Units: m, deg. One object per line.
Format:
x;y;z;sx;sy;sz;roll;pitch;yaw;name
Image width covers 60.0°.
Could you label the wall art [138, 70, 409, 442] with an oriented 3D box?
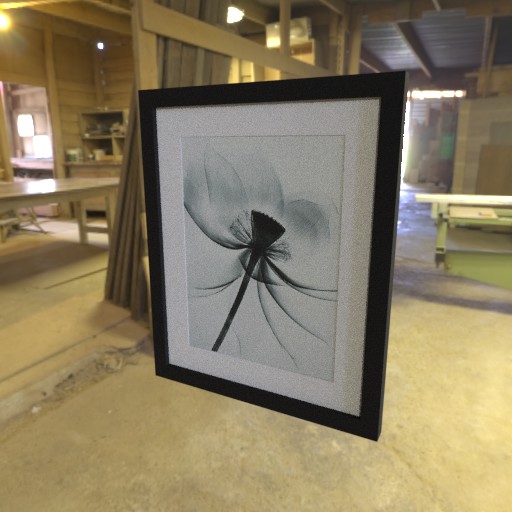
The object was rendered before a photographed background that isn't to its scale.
0.000;0.000;0.762;0.457;0.559;0.029;7;16;27;wall art
